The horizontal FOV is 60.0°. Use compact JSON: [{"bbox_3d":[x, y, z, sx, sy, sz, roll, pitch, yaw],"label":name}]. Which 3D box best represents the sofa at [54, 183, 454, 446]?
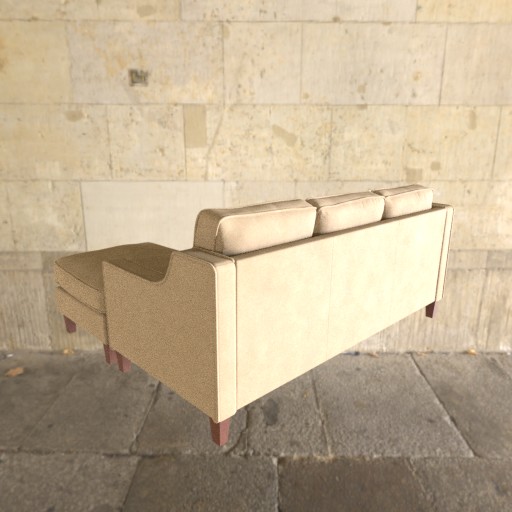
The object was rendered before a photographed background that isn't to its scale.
[{"bbox_3d":[0.000,0.000,3.253,2.317,1.066,1.858,-14,21,-42],"label":"sofa"}]
